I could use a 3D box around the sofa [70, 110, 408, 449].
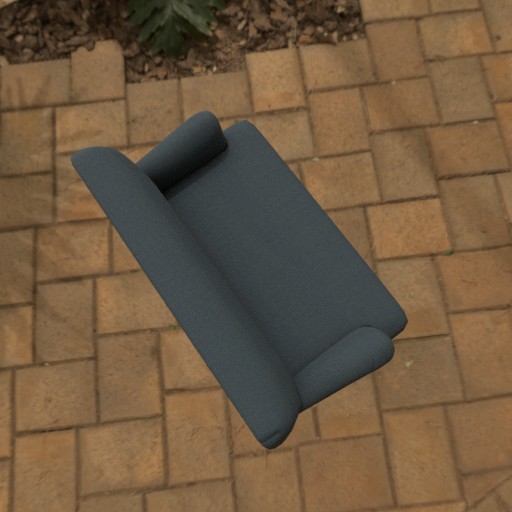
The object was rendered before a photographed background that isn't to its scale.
[{"bbox_3d":[0.000,0.000,1.874,0.779,0.889,1.297,-35,78,-9],"label":"sofa"}]
